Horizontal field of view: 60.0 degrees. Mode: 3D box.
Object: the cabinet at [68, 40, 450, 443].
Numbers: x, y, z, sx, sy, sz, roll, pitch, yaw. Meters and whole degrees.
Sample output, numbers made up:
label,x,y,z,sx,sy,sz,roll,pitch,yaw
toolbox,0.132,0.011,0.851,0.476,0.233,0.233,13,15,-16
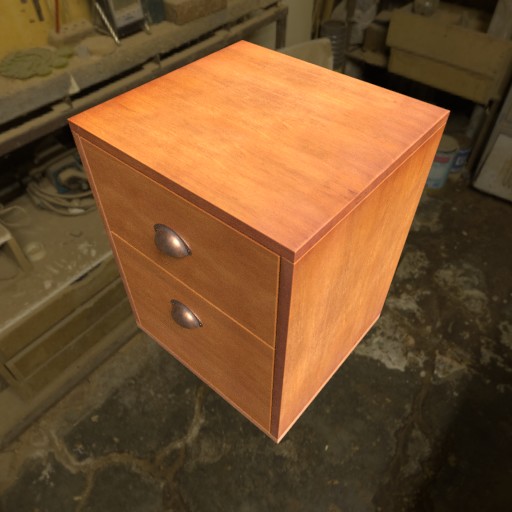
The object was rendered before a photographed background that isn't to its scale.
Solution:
label,x,y,z,sx,sy,sz,roll,pitch,yaw
cabinet,0.000,0.000,0.848,0.409,0.579,0.401,32,54,26
